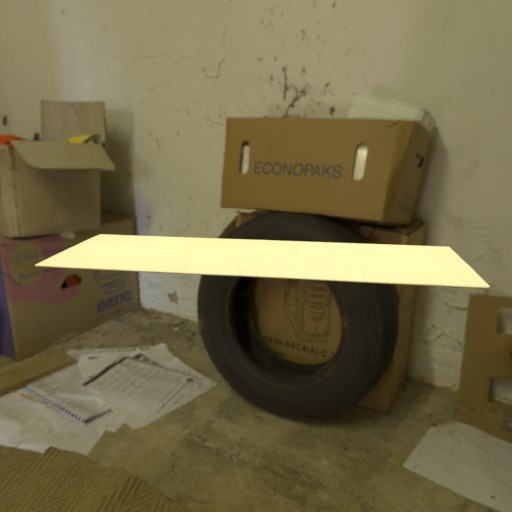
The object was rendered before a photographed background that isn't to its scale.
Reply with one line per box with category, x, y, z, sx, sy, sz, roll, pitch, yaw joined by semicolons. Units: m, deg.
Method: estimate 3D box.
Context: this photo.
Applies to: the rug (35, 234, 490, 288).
rug;0.000;0.000;2.710;2.450;0.014;0.793;2;16;8
